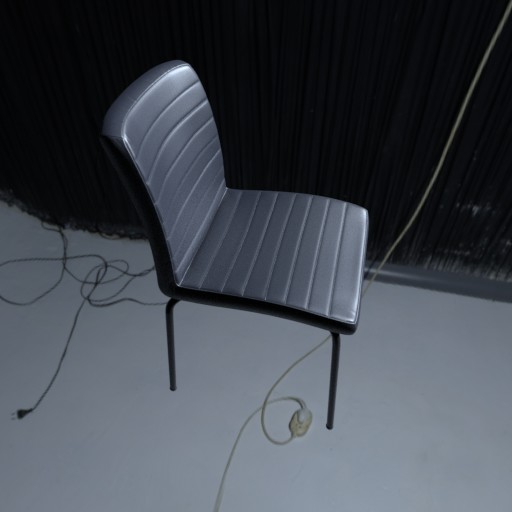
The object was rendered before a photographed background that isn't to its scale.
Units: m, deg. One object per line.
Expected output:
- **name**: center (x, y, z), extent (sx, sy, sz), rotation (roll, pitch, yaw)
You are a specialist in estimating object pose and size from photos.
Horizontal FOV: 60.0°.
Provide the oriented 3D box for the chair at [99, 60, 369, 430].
- **chair**: center (0.000, 0.000, 1.191), extent (0.572, 0.872, 0.450), rotation (10, 45, 10)
